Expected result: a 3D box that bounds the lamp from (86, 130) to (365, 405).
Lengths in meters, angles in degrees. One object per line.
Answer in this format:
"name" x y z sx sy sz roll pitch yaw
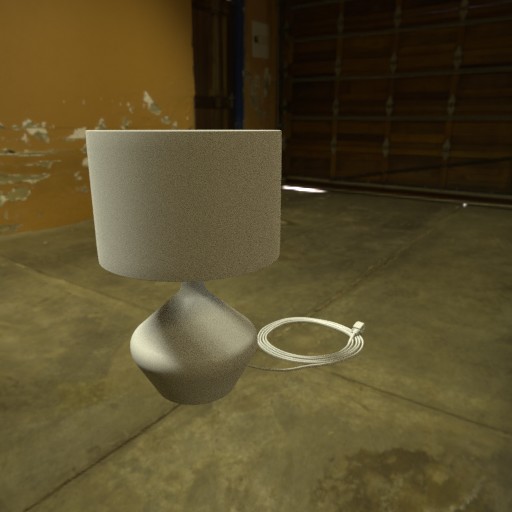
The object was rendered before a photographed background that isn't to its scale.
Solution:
"lamp" 0.000 0.000 0.837 0.546 0.457 0.401 -3 16 -9
